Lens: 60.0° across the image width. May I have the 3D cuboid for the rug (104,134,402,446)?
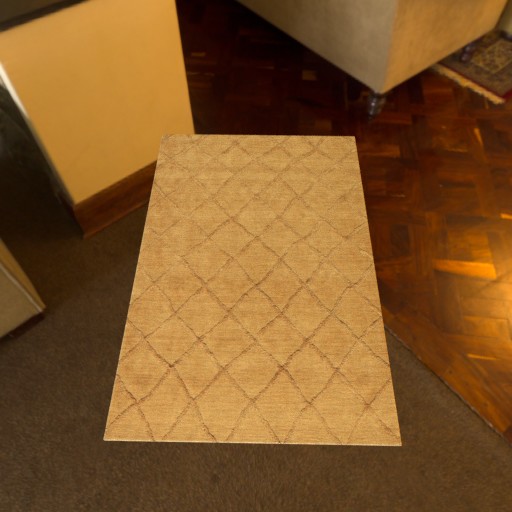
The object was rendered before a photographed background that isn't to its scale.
[{"bbox_3d":[0.000,0.000,2.899,1.528,0.014,2.292,1,57,1],"label":"rug"}]
